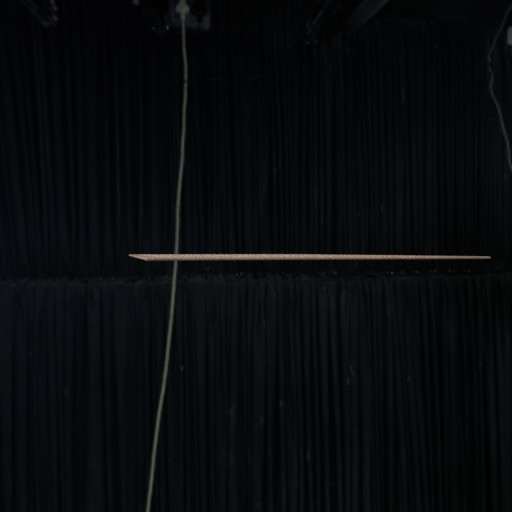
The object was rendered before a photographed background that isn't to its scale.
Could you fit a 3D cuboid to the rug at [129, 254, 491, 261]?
[{"bbox_3d":[0.000,0.000,2.870,1.524,0.011,2.286,0,1,-17],"label":"rug"}]
